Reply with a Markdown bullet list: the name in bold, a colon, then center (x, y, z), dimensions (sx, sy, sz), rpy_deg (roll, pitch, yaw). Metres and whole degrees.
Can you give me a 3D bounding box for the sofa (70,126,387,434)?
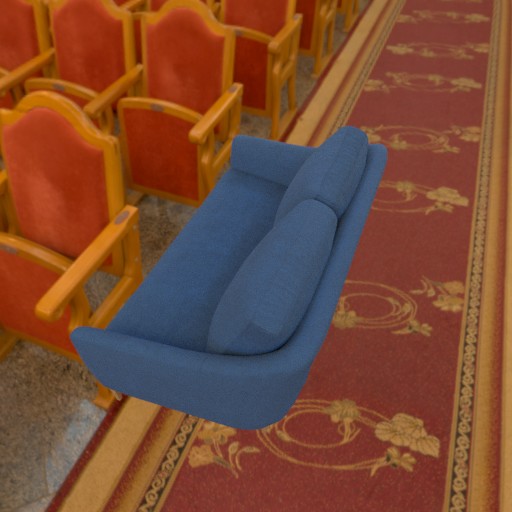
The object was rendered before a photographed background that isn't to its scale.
- **sofa**: center (0.000, 0.000, 2.219), dimensions (0.960, 0.902, 1.619), rpy_deg (16, 48, 15)
